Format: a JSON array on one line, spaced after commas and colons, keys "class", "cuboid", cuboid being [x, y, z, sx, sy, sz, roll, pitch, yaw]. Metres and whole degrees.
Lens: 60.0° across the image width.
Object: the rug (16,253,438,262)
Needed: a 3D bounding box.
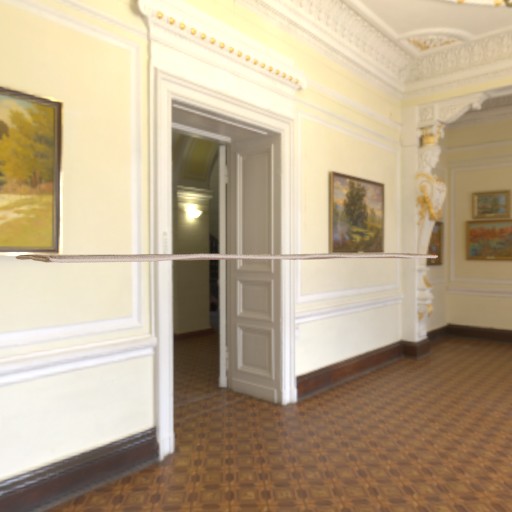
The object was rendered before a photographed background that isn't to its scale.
[{"class": "rug", "cuboid": [0.000, 0.000, 2.579, 2.381, 0.036, 0.831, 0, 1, -36]}]
